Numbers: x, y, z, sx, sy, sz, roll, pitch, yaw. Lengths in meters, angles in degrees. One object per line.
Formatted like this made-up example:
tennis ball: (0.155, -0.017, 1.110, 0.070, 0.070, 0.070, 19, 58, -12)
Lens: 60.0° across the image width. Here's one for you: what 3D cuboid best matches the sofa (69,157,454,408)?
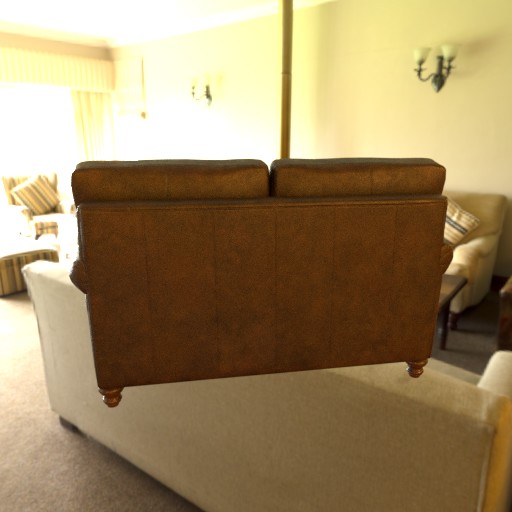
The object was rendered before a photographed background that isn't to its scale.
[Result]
sofa: (0.000, 0.000, 2.204, 1.616, 0.976, 0.990, -3, 15, -10)
